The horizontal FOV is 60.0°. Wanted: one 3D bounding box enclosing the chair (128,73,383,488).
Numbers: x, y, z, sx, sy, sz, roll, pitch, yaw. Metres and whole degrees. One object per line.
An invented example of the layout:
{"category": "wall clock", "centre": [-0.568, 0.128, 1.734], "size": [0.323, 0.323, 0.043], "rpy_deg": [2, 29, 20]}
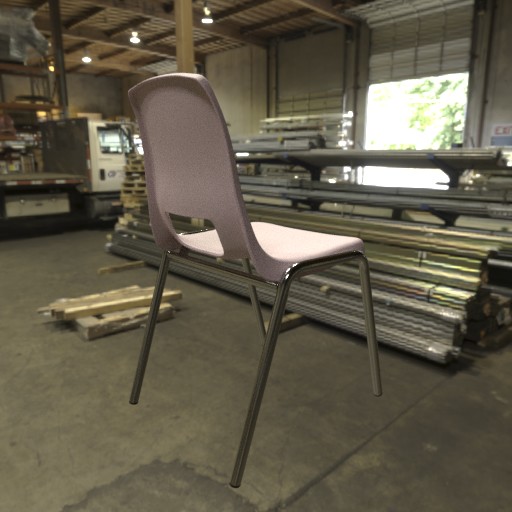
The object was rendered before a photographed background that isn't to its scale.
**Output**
{"category": "chair", "centre": [0.000, 0.000, 0.911], "size": [0.436, 0.653, 0.381], "rpy_deg": [-13, 18, -42]}
